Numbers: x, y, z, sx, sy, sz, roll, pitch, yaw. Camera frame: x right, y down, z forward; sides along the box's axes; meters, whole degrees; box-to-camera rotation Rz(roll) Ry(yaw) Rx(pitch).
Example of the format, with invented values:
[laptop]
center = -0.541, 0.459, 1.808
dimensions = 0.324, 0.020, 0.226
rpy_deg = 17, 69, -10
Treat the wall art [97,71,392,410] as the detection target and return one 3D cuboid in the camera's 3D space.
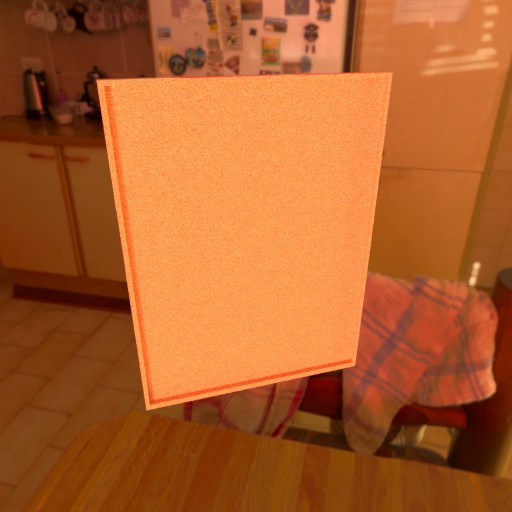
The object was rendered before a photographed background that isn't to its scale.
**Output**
[wall art]
center = 0.000, 0.000, 1.341
dimensions = 0.762, 1.015, 0.031
rpy_deg = -8, 28, -15
